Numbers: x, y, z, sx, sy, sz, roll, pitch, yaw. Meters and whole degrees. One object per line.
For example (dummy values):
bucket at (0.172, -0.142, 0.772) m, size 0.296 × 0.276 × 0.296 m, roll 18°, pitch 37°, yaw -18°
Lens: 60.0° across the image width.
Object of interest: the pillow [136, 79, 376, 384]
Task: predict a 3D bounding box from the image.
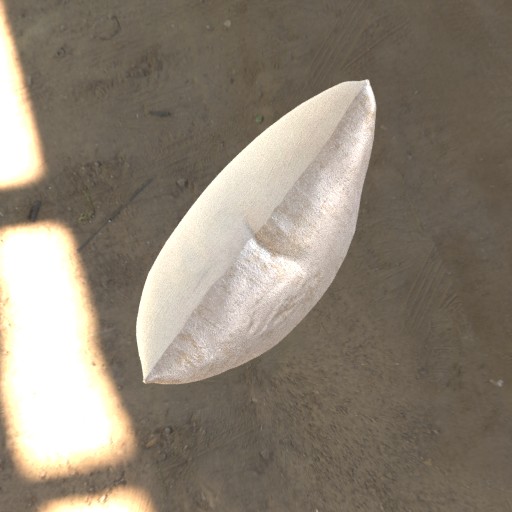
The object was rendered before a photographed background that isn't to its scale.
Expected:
pillow at (0.000, 0.000, 0.719) m, size 0.245 × 0.448 × 0.450 m, roll 37°, pitch 80°, yaw 8°
